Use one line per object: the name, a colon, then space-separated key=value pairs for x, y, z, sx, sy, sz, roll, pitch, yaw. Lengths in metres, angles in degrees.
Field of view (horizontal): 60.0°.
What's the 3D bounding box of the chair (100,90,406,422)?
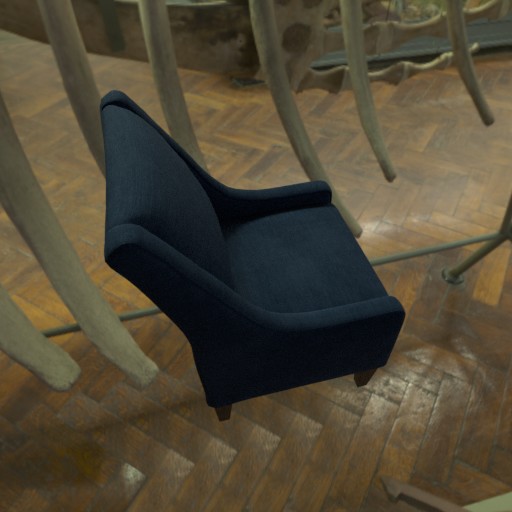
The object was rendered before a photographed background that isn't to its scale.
chair: x=0.000 y=0.000 z=1.615 sx=0.870 sy=1.014 sz=0.774 roll=-11 pitch=47 yaw=-10
